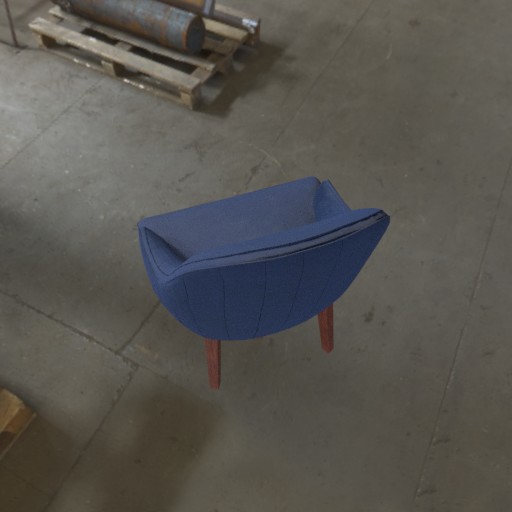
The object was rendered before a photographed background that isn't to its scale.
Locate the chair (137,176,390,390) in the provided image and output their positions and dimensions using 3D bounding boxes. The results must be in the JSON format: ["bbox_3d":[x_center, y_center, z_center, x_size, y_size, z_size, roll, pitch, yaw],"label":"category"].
[{"bbox_3d":[0.000,0.000,1.298,0.643,0.889,0.575,-16,59,-10],"label":"chair"}]
